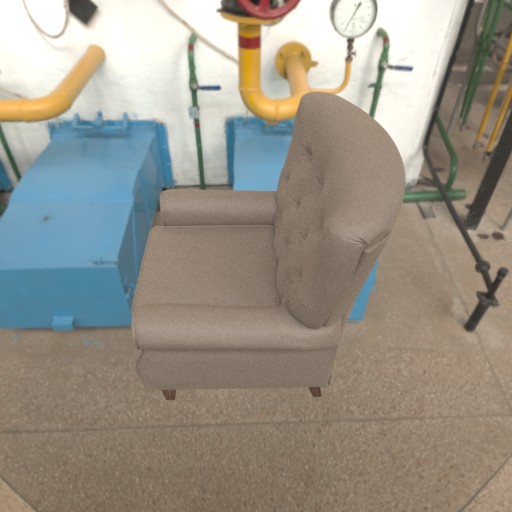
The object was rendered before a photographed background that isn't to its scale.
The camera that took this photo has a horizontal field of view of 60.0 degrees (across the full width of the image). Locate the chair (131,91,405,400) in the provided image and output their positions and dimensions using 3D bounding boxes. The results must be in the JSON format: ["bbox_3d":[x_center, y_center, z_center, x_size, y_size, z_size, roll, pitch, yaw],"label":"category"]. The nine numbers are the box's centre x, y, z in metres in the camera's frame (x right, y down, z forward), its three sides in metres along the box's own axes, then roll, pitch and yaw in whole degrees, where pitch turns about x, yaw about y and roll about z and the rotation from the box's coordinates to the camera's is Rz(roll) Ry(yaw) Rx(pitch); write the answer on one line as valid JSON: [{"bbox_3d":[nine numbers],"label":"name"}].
[{"bbox_3d":[0.000,0.000,1.934,1.041,1.138,0.999,-1,43,-1],"label":"chair"}]
